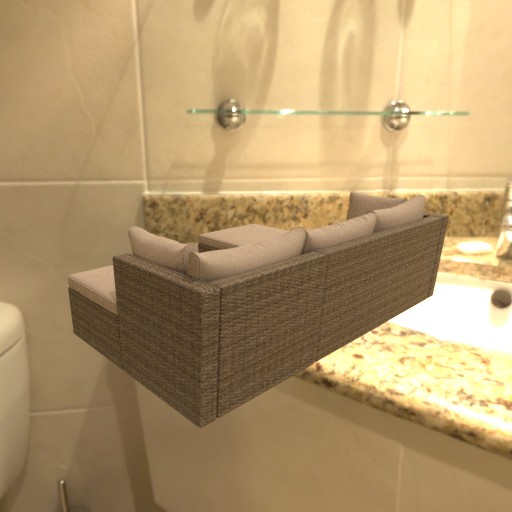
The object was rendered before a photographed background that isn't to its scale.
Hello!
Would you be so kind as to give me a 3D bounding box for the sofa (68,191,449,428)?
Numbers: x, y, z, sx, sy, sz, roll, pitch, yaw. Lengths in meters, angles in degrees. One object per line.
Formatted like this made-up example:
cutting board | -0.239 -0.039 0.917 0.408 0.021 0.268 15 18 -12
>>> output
sofa | 0.000 0.000 3.013 2.192 0.766 1.662 -15 22 -42
